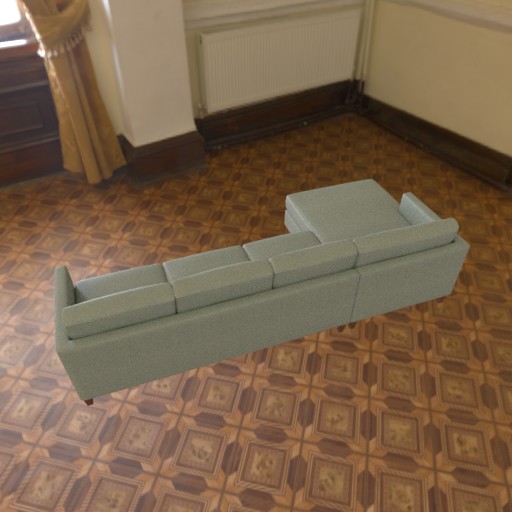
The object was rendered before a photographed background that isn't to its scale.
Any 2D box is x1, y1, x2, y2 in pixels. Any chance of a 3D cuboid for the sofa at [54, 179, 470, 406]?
[{"bbox_3d":[0.000,0.000,4.177,3.470,0.953,1.600,-13,43,-14],"label":"sofa"}]
